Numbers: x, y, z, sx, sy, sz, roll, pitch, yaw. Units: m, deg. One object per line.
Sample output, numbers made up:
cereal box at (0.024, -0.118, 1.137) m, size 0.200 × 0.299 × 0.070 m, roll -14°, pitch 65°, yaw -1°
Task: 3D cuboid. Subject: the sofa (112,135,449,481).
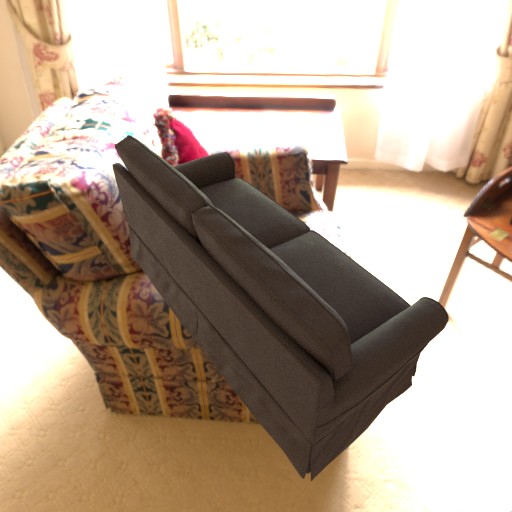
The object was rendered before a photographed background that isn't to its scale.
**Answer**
sofa at (0.000, 0.000, 2.855) m, size 0.983 × 1.094 × 2.256 m, roll -25°, pitch 47°, yaw -26°
